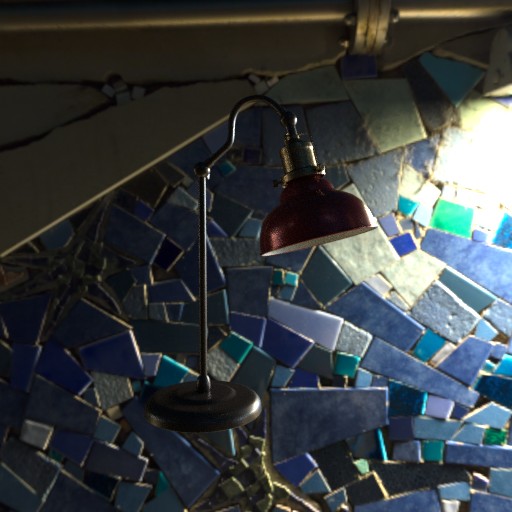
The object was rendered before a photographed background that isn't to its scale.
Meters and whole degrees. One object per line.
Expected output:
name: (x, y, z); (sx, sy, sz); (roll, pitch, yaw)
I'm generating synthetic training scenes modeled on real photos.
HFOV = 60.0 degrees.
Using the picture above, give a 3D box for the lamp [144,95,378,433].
lamp: (0.000, 0.000, 0.703); (0.374, 0.508, 0.192); (0, 1, 18)
